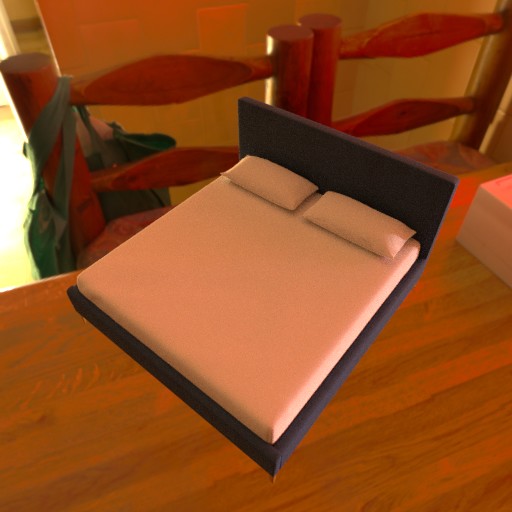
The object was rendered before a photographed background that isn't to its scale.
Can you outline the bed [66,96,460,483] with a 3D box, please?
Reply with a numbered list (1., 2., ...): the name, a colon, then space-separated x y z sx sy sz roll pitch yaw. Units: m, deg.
1. bed: 0.000 0.000 3.528 2.096 1.231 2.232 30 53 26
